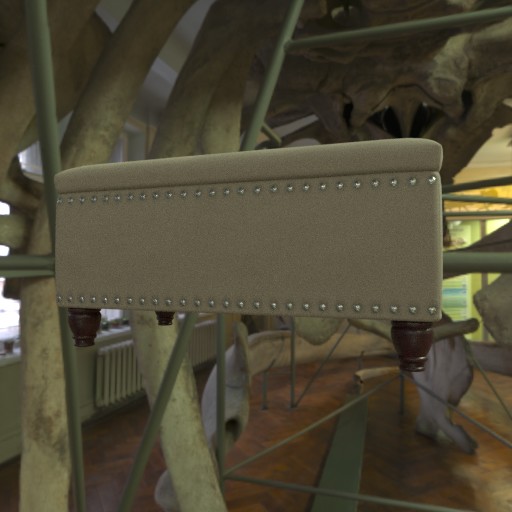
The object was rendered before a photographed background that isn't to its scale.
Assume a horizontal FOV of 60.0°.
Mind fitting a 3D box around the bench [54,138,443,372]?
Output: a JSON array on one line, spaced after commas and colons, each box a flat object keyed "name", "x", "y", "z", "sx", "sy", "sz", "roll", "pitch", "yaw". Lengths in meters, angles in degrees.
[{"name": "bench", "x": 0.000, "y": 0.000, "z": 1.174, "sx": 0.887, "sy": 0.449, "sz": 0.500, "roll": 0, "pitch": -1, "yaw": 19}]
